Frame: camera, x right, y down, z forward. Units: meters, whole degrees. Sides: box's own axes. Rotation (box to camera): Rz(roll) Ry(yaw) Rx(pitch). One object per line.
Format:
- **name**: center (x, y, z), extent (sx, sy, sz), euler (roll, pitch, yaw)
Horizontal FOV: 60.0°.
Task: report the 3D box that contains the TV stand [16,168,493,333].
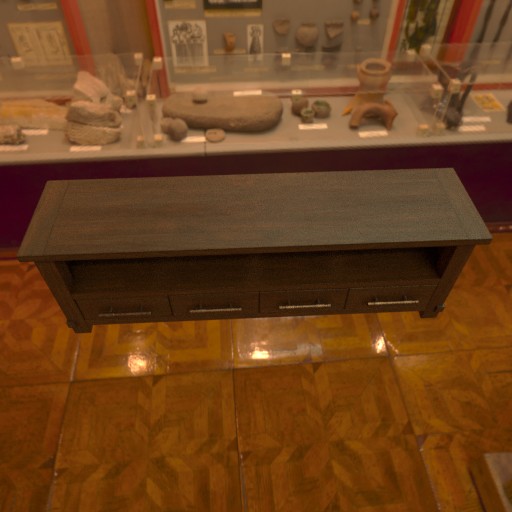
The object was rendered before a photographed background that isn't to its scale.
- **TV stand**: center (0.000, 0.000, 2.109), extent (1.866, 0.615, 0.471), euler (-2, 48, -2)
